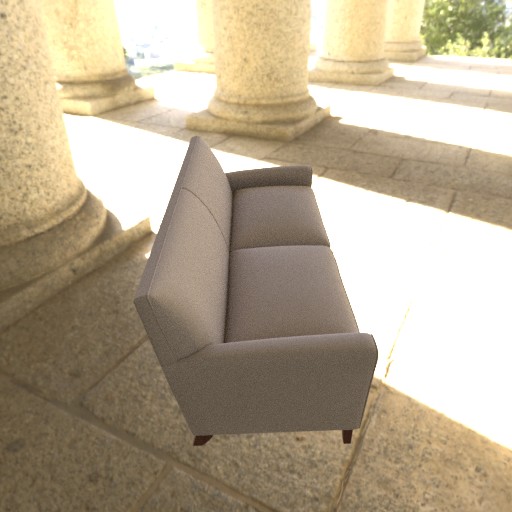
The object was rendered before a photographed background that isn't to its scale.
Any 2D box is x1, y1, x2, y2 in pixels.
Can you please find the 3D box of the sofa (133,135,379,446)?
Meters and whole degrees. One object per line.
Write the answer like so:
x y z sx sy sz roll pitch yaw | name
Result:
0.000 0.000 2.529 0.875 0.846 2.000 -1 31 -1 | sofa
